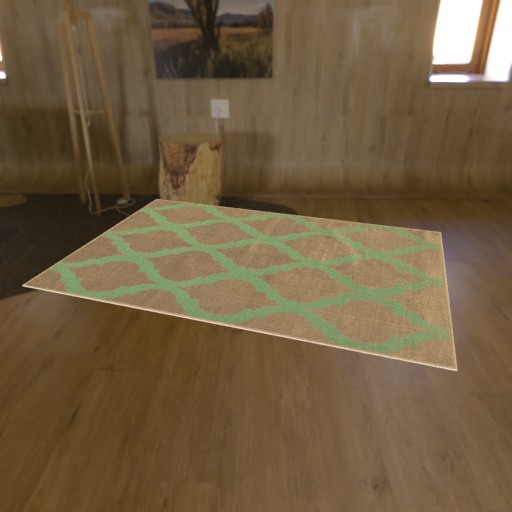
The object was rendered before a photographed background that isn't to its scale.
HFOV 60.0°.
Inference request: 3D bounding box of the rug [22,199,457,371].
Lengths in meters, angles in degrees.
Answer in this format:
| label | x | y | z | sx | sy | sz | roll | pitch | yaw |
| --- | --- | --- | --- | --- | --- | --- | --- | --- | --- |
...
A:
| label | x | y | z | sx | sy | sz | roll | pitch | yaw |
| --- | --- | --- | --- | --- | --- | --- | --- | --- | --- |
| rug | 0.000 | 0.000 | 2.839 | 2.286 | 0.006 | 1.524 | 8 | 28 | 16 |
